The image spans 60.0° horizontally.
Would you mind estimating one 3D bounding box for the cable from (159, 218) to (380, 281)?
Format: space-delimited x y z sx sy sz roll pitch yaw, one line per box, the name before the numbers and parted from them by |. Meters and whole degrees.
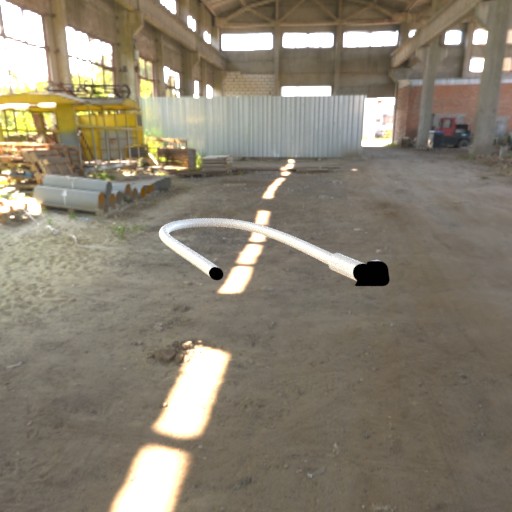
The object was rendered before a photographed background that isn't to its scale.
cable | 0.000 0.000 0.114 0.040 0.006 0.098 -8 18 -26
